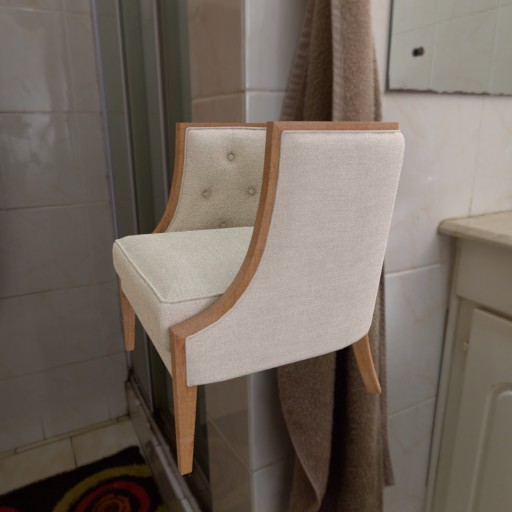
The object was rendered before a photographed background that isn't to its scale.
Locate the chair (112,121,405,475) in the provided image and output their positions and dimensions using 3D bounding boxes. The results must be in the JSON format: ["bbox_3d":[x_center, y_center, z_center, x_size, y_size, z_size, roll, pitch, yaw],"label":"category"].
[{"bbox_3d":[0.000,0.000,1.343,0.757,0.775,0.711,-8,18,-25],"label":"chair"}]
